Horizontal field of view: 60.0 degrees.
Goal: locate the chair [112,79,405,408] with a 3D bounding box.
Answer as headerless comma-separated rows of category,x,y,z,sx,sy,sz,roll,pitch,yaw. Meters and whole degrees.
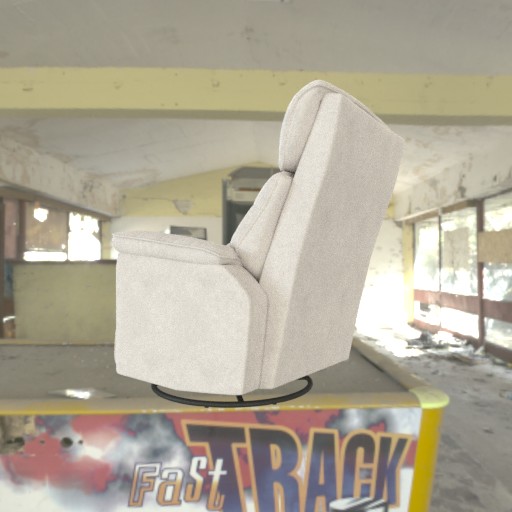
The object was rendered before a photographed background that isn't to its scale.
chair,0.000,0.000,1.745,1.001,1.039,0.820,-1,-2,36
